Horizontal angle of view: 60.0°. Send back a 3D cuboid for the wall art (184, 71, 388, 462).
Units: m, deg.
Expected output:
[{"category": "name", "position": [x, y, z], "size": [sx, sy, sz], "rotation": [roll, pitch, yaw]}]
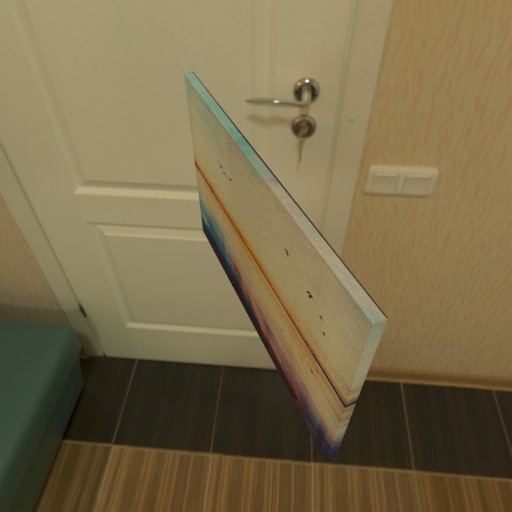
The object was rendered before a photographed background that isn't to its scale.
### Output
[{"category": "wall art", "position": [0.000, 0.000, 0.776], "size": [0.018, 0.402, 0.604], "rotation": [-18, 50, -16]}]
